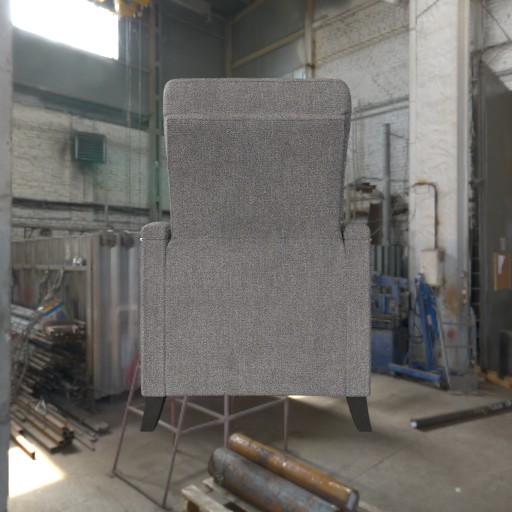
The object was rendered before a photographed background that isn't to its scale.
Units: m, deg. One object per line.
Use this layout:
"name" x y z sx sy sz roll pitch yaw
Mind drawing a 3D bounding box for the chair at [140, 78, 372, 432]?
"chair" 0.000 0.000 1.648 0.710 1.049 0.922 0 0 0
